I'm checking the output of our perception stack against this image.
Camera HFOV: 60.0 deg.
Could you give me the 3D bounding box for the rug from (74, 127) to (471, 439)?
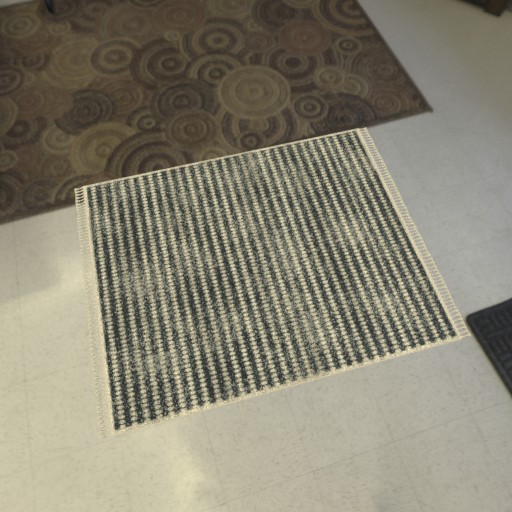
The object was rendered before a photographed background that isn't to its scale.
[{"bbox_3d":[0.000,0.000,3.809,2.910,0.013,2.256,-13,64,-7],"label":"rug"}]
